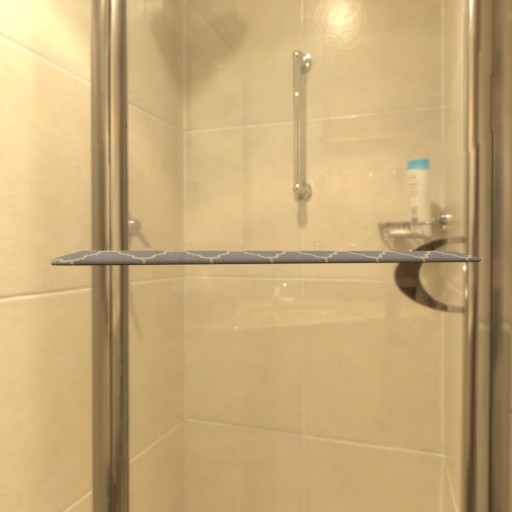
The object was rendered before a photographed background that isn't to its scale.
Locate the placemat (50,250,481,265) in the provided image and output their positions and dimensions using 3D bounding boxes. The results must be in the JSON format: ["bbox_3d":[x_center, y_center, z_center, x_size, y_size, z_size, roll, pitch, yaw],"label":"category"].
[{"bbox_3d":[0.000,0.000,0.954,0.762,0.021,0.508,0,0,-19],"label":"placemat"}]
